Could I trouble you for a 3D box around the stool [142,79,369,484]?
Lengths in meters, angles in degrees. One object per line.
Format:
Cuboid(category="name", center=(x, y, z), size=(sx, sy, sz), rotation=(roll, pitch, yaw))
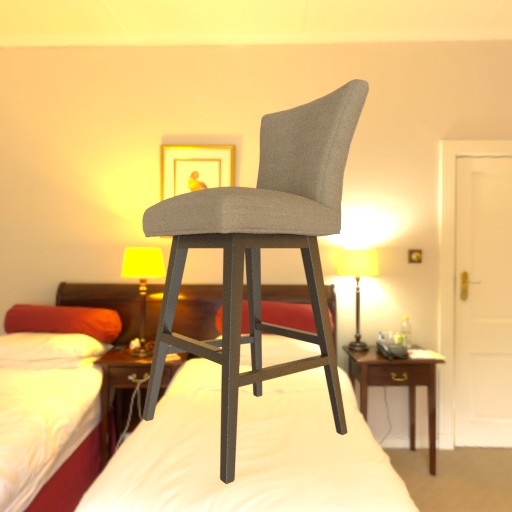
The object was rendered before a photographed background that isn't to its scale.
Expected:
Cuboid(category="stool", center=(0.000, 0.000, 1.422), size=(0.574, 1.086, 0.514), rotation=(-1, 1, -36))
